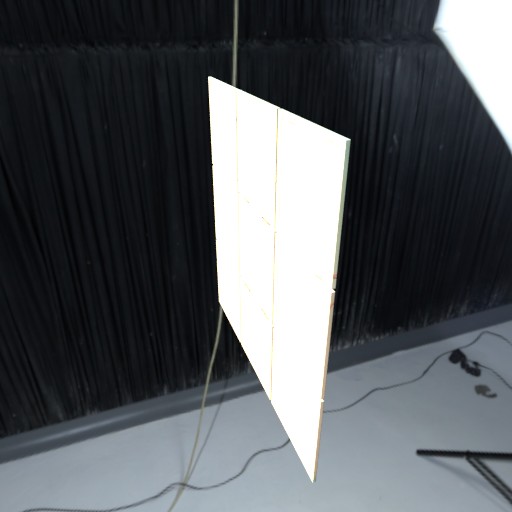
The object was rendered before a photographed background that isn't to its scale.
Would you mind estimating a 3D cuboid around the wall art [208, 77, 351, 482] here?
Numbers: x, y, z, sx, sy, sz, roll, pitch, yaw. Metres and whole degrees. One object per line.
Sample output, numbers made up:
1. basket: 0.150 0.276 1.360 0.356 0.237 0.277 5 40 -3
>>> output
1. wall art: 0.000 0.000 1.792 0.013 1.219 1.214 -10 30 -18
